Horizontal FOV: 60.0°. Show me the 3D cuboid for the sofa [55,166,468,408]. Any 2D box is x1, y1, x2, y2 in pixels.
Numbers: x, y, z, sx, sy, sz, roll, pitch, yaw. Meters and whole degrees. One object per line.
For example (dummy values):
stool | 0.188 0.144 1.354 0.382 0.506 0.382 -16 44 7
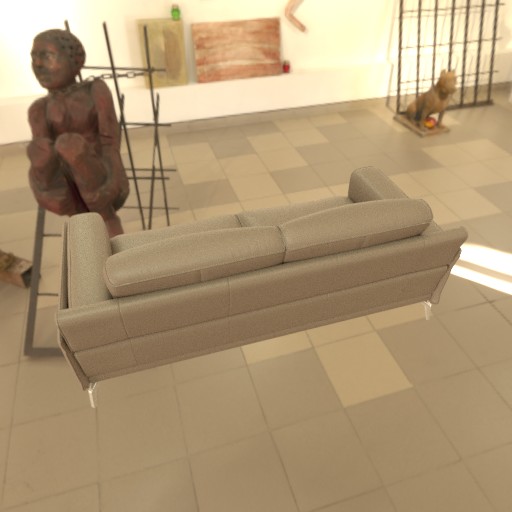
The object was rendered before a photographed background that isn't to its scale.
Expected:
sofa | 0.000 0.000 2.542 2.101 0.930 1.049 -11 41 -13
